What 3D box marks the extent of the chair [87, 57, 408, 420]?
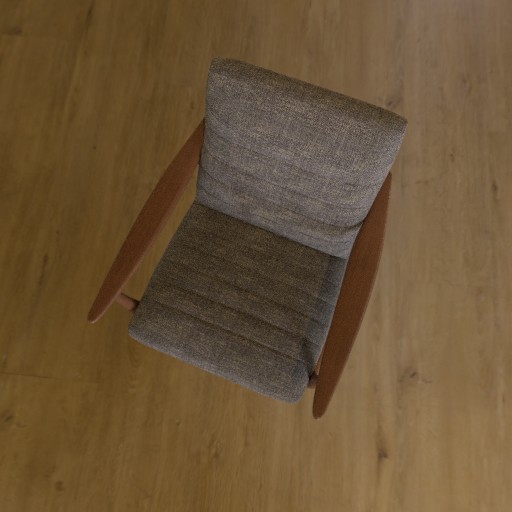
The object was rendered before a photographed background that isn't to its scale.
[{"bbox_3d":[0.000,0.000,1.460,0.741,0.832,0.798,21,75,6],"label":"chair"}]
